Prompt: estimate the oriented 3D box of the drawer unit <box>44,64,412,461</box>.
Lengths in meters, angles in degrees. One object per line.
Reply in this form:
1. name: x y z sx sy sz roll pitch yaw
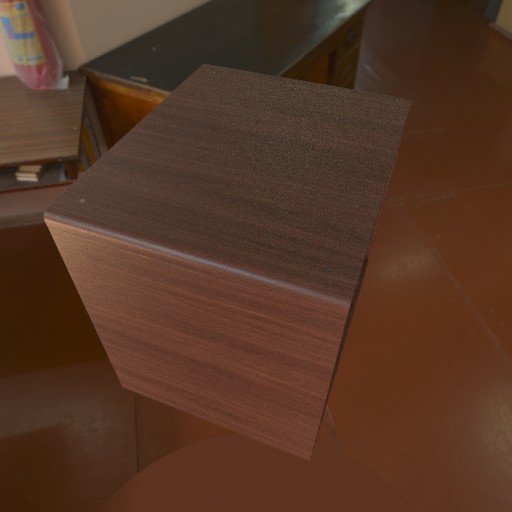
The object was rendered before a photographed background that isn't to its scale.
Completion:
1. drawer unit: 0.000 0.000 0.612 0.290 0.351 0.349 16 49 14
